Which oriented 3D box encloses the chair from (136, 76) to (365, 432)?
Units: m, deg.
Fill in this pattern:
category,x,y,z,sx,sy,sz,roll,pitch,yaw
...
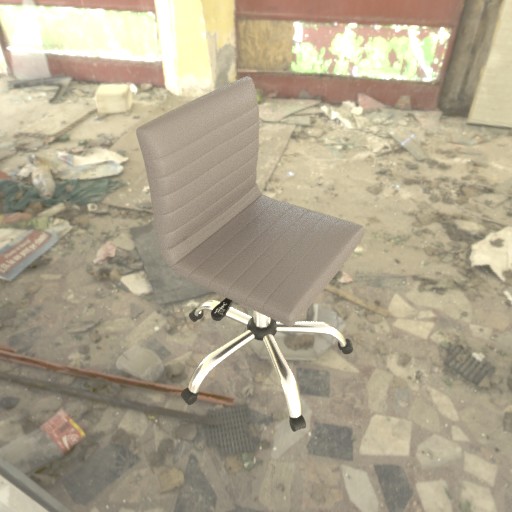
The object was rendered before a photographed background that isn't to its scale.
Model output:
category,x,y,z,sx,sy,sz,roll,pitch,yaw
chair,0.000,0.000,1.172,0.530,0.780,0.556,23,45,25
